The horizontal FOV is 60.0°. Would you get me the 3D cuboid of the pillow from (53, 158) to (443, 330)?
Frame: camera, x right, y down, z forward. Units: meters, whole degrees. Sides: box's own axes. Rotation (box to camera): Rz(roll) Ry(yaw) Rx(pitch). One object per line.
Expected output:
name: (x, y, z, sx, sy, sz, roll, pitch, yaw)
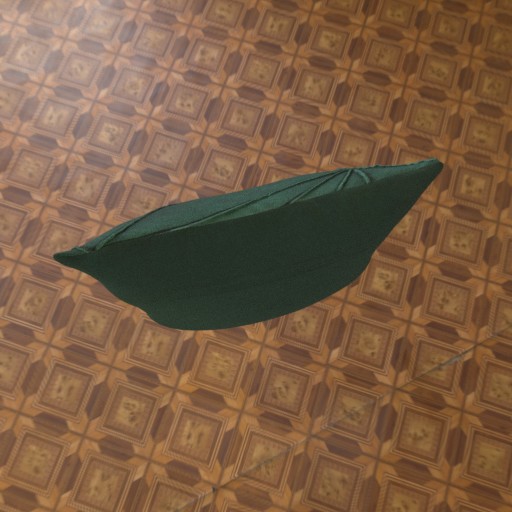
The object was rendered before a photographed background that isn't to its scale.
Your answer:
pillow: (0.000, 0.000, 0.678, 0.439, 0.440, 0.184, -14, 76, -3)
